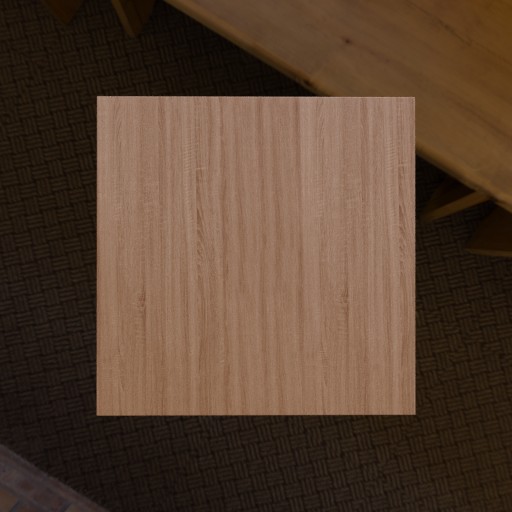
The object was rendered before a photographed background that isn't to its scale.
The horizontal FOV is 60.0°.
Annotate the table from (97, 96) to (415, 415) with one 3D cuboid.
[{"bbox_3d":[0.000,0.000,1.392,0.890,0.305,0.890,0,90,0],"label":"table"}]
